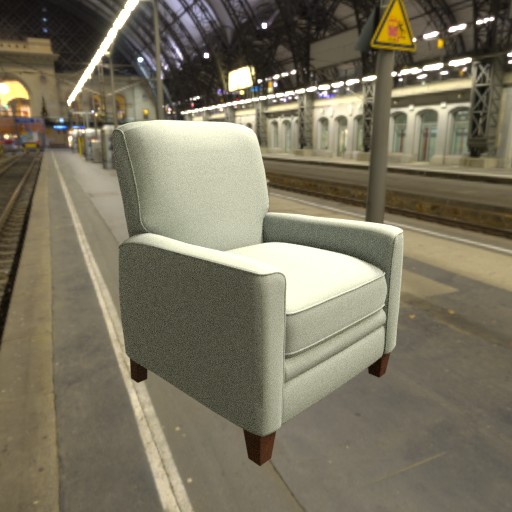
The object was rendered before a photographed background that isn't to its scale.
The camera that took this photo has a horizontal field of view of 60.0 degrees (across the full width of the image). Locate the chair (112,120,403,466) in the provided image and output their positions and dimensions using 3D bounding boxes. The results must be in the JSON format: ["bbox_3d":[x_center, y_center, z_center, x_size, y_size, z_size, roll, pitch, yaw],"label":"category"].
[{"bbox_3d":[0.000,0.000,1.699,0.846,1.007,0.853,14,20,42],"label":"chair"}]
